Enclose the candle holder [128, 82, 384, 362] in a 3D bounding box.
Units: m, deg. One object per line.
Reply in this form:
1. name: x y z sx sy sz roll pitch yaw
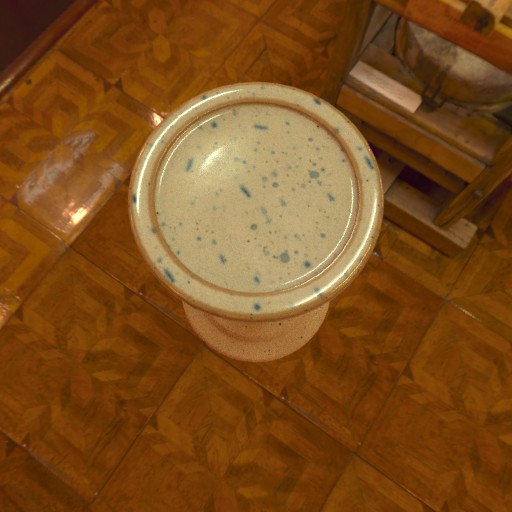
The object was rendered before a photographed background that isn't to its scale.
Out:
1. candle holder: 0.000 0.000 0.275 0.123 0.202 0.123 0 75 0
